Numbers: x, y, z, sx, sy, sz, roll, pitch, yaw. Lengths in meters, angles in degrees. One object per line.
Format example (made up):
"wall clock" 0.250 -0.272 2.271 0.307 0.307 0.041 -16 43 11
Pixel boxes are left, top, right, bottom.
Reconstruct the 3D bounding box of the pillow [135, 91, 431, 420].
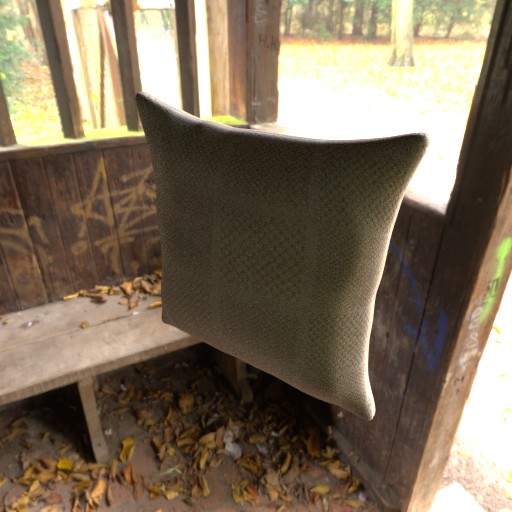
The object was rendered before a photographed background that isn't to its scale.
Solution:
"pillow" 0.000 0.000 0.671 0.436 0.432 0.138 19 35 29
